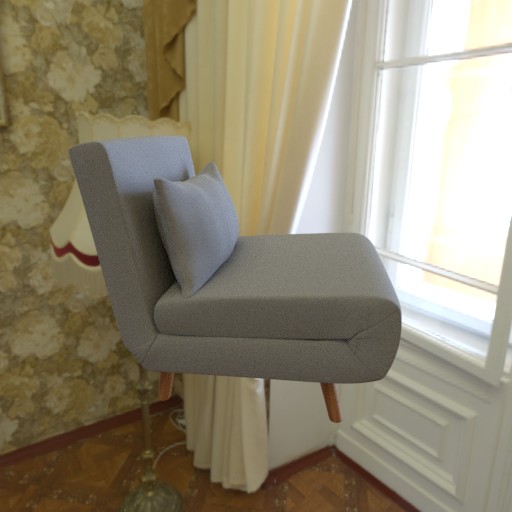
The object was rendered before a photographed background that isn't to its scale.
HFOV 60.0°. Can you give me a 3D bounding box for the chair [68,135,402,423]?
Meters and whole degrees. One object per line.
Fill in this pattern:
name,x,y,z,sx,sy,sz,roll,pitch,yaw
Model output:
chair,0.000,0.000,1.547,0.902,0.808,0.770,2,16,7
